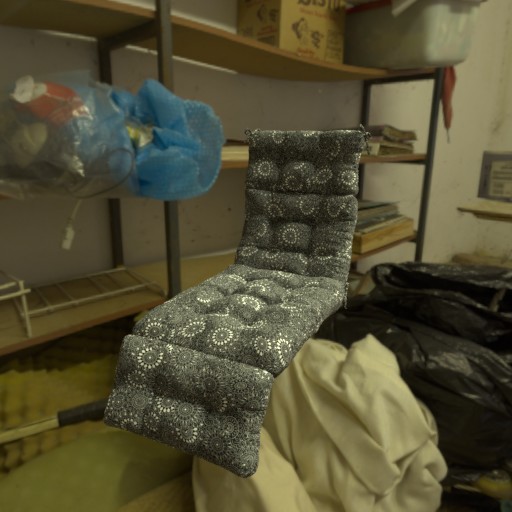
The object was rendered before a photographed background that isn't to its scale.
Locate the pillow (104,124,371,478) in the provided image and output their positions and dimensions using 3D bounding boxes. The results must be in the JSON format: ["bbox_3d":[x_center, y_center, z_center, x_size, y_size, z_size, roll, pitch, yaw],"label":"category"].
[{"bbox_3d":[0.000,0.000,1.491,0.526,0.863,1.016,8,17,26],"label":"pillow"}]
